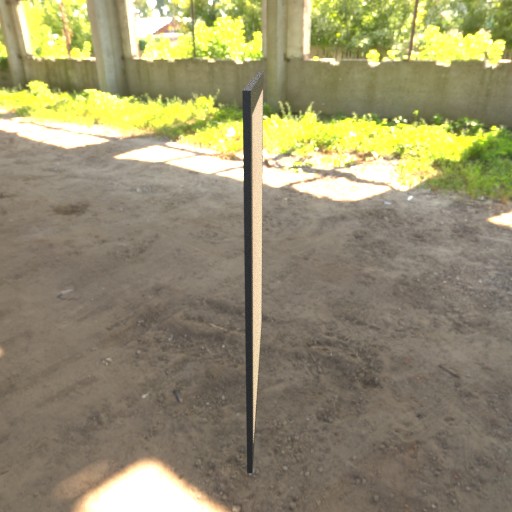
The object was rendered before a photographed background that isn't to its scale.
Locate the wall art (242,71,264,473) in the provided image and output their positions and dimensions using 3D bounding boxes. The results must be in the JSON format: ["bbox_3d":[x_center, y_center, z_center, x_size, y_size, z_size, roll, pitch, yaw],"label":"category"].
[{"bbox_3d":[0.000,0.000,0.711,0.008,0.530,0.379,1,25,3],"label":"wall art"}]
